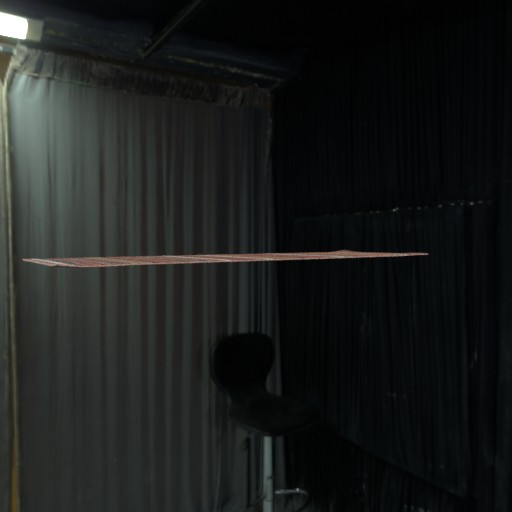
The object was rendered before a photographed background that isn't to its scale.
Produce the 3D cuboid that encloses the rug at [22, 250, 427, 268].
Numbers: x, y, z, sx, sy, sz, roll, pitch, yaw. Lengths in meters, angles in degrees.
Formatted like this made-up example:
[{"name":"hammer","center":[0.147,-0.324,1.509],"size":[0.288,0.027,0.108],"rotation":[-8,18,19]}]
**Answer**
[{"name":"rug","center":[0.000,0.000,2.707],"size":[2.444,0.030,0.799],"rotation":[-1,2,-36]}]
